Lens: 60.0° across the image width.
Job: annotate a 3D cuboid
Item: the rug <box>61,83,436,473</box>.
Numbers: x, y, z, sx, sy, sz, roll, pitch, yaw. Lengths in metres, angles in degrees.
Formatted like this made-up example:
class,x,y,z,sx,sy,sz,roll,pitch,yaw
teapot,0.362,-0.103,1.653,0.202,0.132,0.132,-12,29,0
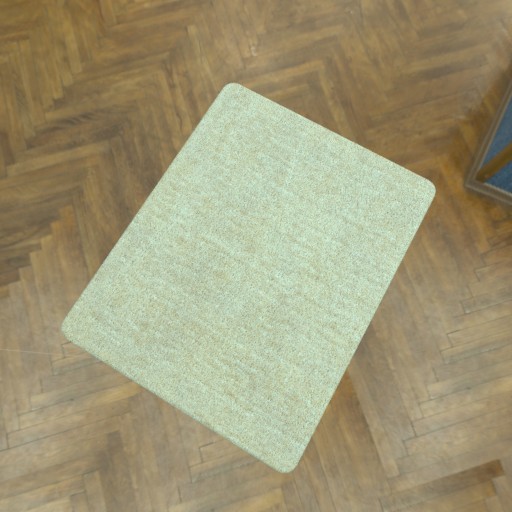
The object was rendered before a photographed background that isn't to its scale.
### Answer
class,x,y,z,sx,sy,sz,roll,pitch,yaw
rug,0.000,0.000,3.480,2.009,0.048,2.528,29,77,7
